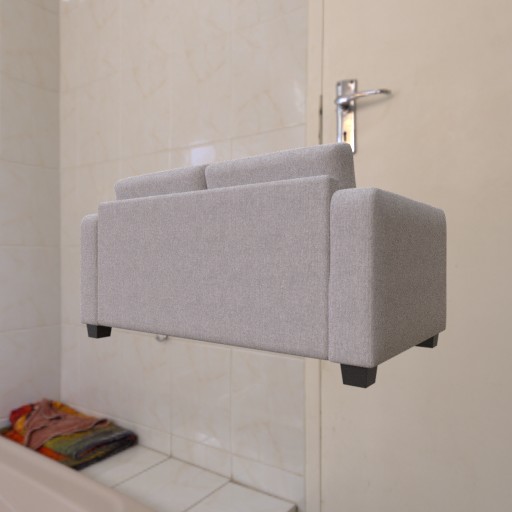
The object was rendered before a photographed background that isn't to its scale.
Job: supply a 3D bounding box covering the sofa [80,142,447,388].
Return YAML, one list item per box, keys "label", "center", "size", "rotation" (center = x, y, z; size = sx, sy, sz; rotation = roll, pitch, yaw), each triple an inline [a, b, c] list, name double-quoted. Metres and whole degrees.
- label: "sofa"
  center: [0.000, 0.000, 2.097]
  size: [1.540, 0.800, 0.900]
  rotation: [0, 0, 37]
